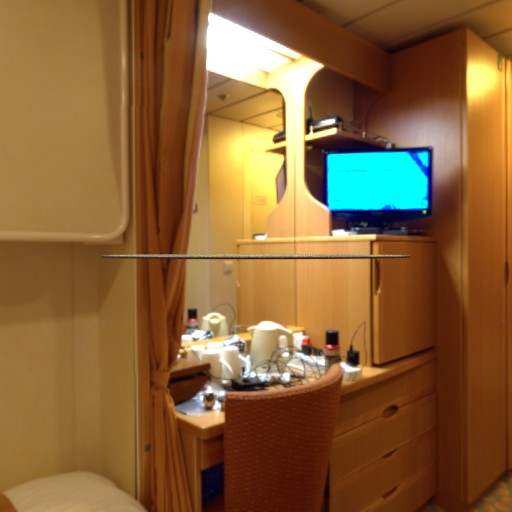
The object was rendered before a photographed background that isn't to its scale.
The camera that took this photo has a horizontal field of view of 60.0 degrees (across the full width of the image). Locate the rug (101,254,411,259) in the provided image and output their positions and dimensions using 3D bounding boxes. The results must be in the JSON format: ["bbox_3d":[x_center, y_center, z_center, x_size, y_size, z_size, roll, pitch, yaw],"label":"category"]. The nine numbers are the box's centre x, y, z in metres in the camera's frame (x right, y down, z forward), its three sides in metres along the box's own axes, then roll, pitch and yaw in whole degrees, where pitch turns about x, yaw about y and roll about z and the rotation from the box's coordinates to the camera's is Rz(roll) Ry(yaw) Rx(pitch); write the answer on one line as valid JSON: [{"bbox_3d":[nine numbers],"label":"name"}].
[{"bbox_3d":[0.000,0.000,3.614,2.386,0.014,2.386,0,1,0],"label":"rug"}]
